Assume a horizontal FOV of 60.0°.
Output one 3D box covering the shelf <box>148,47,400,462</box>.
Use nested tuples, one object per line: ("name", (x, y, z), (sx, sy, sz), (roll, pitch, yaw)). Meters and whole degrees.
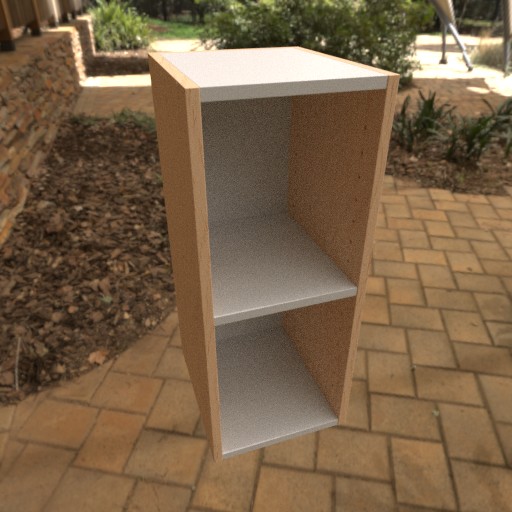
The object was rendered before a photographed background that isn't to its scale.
("shelf", (0.000, 0.000, 0.742), (0.250, 0.600, 0.290), (-10, 33, -16))
